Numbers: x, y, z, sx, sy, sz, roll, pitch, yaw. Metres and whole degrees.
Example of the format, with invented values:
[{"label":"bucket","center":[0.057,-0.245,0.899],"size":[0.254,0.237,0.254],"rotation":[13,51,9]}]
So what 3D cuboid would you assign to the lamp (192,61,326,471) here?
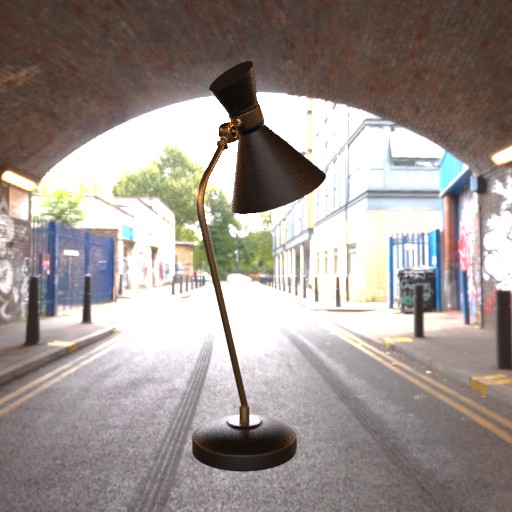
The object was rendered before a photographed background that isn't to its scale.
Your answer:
[{"label":"lamp","center":[0.000,0.000,0.779],"size":[0.189,0.647,0.292],"rotation":[-2,-3,37]}]
